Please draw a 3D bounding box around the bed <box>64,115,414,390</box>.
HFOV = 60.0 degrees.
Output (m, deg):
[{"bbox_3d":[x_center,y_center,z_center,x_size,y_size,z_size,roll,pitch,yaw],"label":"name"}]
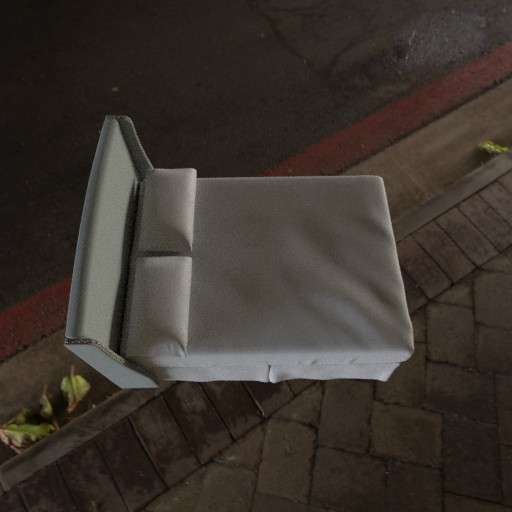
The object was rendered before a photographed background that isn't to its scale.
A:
[{"bbox_3d":[0.000,0.000,3.403,2.237,1.407,1.710,-1,63,-1],"label":"bed"}]
